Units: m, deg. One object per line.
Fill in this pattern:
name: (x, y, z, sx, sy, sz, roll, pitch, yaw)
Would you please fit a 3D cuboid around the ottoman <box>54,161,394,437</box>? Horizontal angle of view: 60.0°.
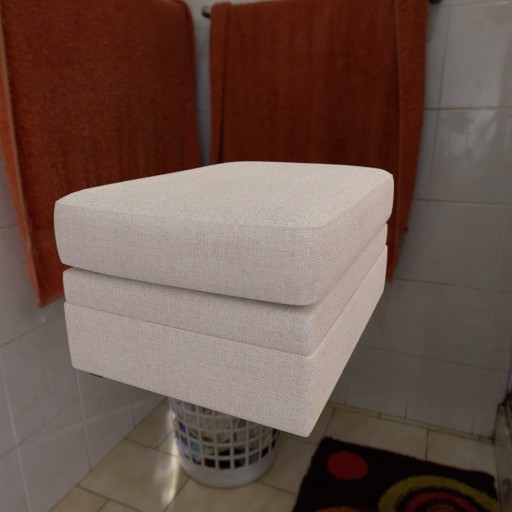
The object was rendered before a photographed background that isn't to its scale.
ottoman: (0.000, 0.000, 1.268, 0.637, 0.478, 0.885, 8, 19, 24)
